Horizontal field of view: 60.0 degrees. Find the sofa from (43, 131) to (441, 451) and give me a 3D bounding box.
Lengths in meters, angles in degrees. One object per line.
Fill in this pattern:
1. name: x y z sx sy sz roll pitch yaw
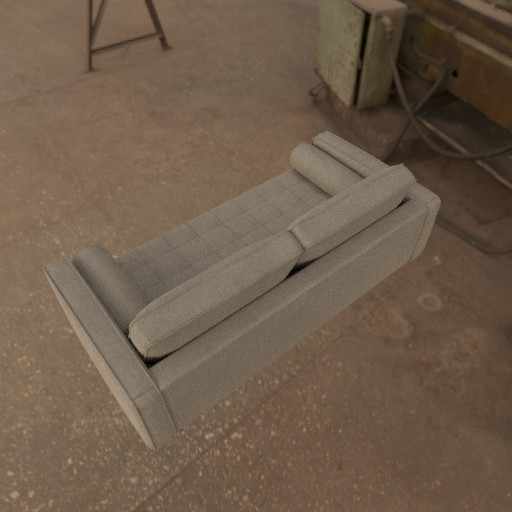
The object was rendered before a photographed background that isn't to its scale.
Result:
1. sofa: 0.000 0.000 2.349 1.879 0.762 0.914 -31 54 -25
